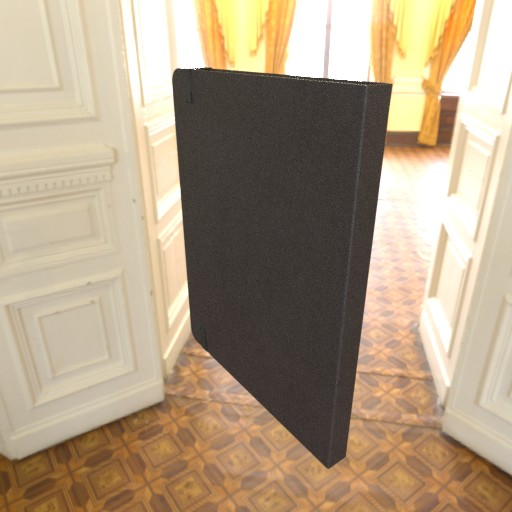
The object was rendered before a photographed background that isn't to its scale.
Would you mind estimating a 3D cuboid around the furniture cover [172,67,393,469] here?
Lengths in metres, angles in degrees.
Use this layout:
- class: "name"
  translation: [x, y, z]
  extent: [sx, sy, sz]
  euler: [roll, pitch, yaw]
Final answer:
- class: "furniture cover"
  translation: [0.000, 0.000, 0.367]
  extent: [0.023, 0.281, 0.216]
  euler: [-18, 31, -33]
